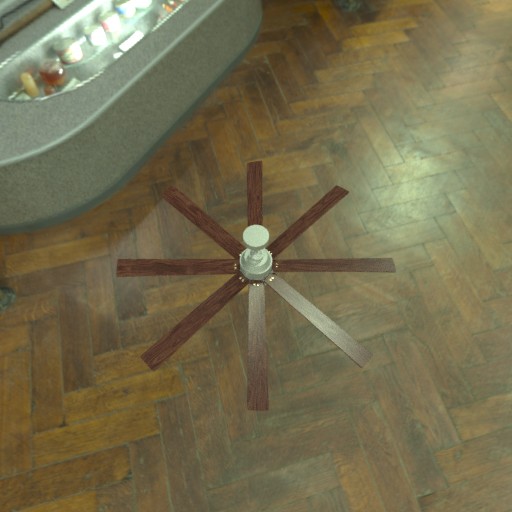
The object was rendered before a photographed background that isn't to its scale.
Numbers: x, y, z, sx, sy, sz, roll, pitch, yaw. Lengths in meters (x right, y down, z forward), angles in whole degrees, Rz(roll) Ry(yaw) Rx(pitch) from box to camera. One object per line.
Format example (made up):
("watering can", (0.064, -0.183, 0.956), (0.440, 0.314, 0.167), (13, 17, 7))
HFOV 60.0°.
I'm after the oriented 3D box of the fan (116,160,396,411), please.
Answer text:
("fan", (0.000, 0.000, 2.805), (1.830, 0.472, 1.830), (-1, 59, 0))
